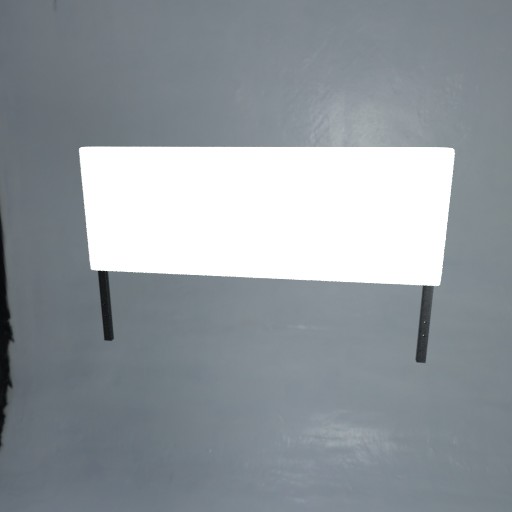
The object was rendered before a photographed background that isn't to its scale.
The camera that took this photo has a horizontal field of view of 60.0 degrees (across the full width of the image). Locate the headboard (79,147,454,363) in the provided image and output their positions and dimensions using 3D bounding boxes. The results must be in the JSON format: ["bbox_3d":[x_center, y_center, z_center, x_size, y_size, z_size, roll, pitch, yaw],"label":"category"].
[{"bbox_3d":[0.000,0.000,2.962,2.362,1.410,0.120,2,15,8],"label":"headboard"}]
